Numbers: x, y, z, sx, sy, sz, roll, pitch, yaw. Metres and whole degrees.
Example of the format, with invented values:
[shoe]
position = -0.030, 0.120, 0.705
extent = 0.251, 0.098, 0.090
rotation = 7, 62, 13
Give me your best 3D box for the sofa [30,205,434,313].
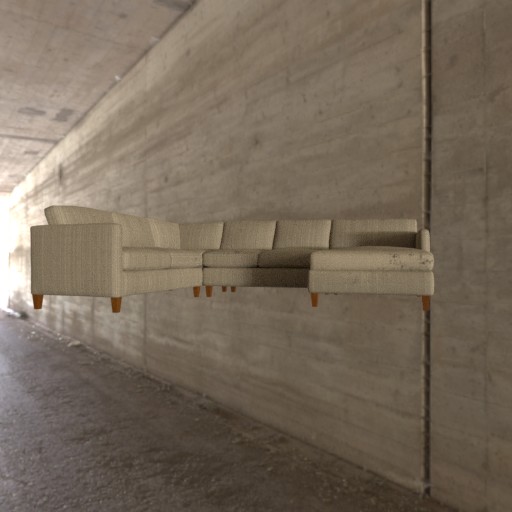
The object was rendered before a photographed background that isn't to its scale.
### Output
[sofa]
position = 0.000, 0.000, 4.628
extent = 3.460, 0.961, 2.594
rotation = 0, 0, 18
